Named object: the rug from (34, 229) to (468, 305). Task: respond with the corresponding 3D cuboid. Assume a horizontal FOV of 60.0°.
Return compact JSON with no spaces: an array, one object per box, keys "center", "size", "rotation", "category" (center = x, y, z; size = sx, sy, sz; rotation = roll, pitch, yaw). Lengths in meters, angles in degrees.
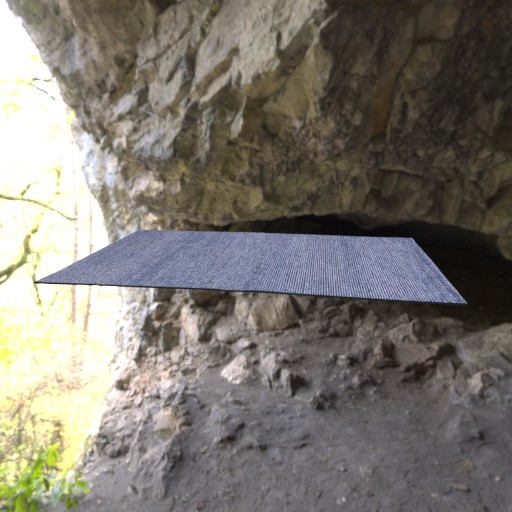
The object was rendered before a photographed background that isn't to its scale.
[{"center":[0.000,0.000,2.317],"size":[1.777,0.021,1.145],"rotation":[2,15,9],"category":"rug"}]
